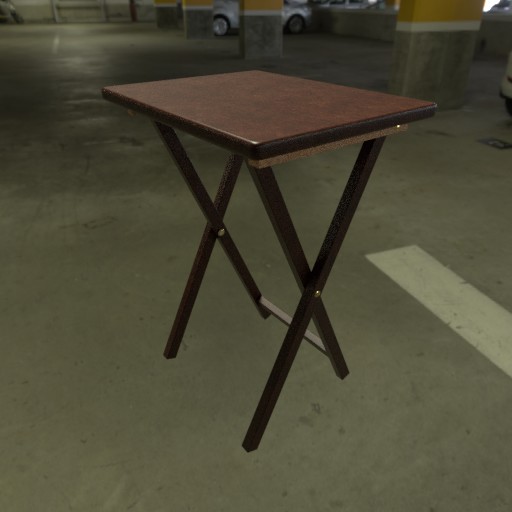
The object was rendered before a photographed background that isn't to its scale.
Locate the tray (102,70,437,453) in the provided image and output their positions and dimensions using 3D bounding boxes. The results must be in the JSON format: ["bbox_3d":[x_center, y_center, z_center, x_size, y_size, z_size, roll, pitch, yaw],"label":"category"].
[{"bbox_3d":[0.000,0.000,0.949,0.381,0.660,0.483,-22,37,-32],"label":"tray"}]
